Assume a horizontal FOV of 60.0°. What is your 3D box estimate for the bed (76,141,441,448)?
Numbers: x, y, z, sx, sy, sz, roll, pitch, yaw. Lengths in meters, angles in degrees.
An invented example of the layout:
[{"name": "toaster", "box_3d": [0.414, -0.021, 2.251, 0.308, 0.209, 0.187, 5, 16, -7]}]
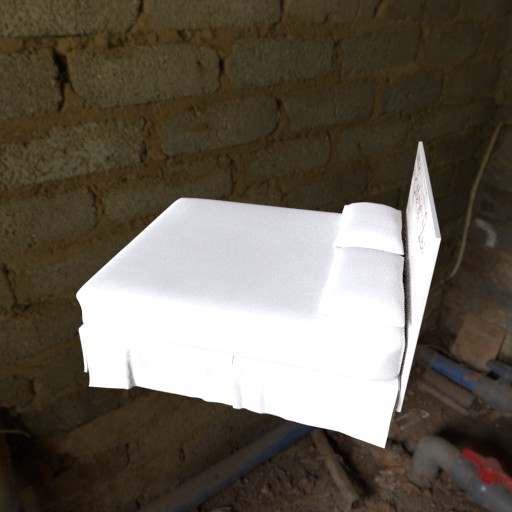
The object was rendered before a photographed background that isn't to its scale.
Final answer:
[{"name": "bed", "box_3d": [0.000, 0.000, 3.150, 2.094, 1.335, 1.745, 8, 31, 13]}]
